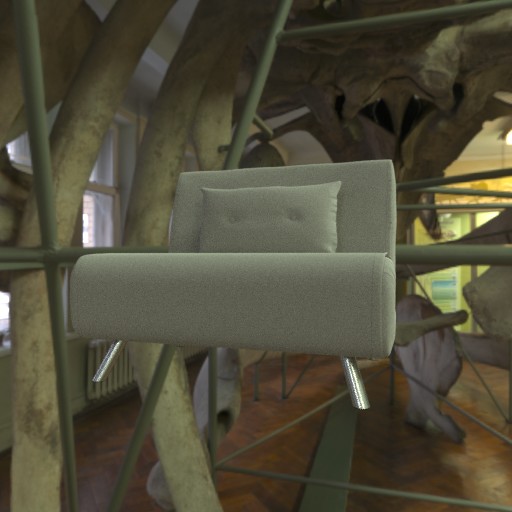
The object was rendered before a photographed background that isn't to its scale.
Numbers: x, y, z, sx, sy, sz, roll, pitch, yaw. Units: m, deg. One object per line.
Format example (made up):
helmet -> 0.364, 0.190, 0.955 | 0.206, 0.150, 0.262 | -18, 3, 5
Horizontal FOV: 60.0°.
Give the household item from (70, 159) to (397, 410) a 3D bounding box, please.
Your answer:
household item -> 0.000, 0.000, 1.658 | 1.000, 0.800, 0.874 | 0, 0, 18
